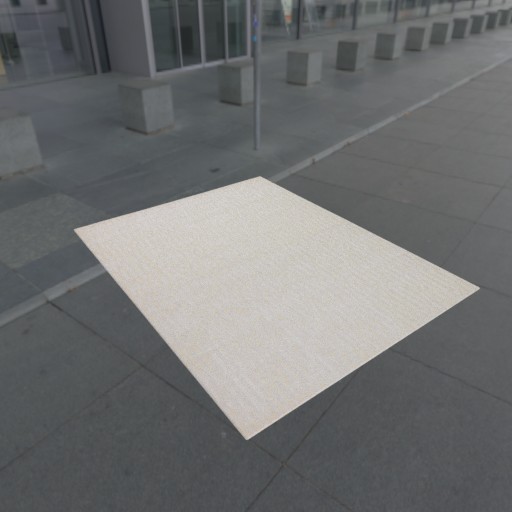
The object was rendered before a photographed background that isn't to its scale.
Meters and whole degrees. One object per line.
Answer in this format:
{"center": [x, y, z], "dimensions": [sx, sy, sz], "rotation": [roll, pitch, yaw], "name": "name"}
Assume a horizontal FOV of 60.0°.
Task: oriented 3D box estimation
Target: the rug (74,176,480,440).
{"center": [0.000, 0.000, 4.139], "dimensions": [2.410, 0.021, 3.055], "rotation": [-22, 38, -30], "name": "rug"}
